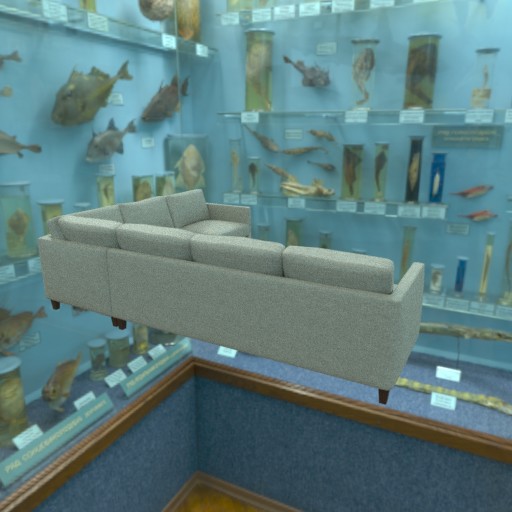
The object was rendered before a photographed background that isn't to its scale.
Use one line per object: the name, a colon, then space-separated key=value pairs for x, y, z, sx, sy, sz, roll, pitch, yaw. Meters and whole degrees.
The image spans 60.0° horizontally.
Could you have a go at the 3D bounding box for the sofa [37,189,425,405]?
sofa: x=0.000 y=0.000 z=4.446 sx=3.333 sy=0.934 sz=2.522 roll=9 pitch=18 yaw=28
